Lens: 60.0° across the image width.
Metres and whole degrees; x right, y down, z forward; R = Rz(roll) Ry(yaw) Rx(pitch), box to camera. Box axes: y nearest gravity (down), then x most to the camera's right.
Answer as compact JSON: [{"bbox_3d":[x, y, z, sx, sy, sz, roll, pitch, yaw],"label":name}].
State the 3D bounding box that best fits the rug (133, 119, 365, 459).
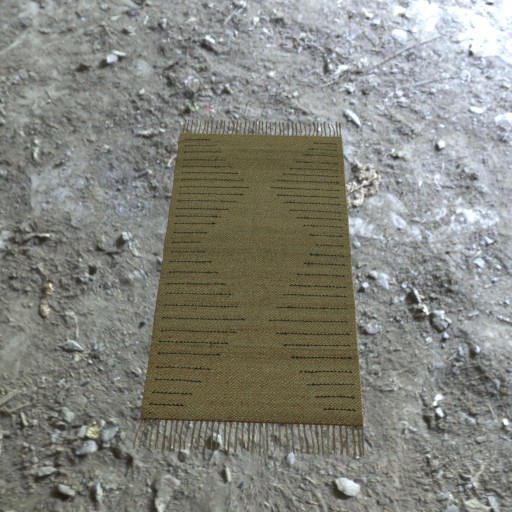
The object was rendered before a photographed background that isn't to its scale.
[{"bbox_3d":[0.000,0.000,2.090,0.905,0.017,1.718,2,63,1],"label":"rug"}]
